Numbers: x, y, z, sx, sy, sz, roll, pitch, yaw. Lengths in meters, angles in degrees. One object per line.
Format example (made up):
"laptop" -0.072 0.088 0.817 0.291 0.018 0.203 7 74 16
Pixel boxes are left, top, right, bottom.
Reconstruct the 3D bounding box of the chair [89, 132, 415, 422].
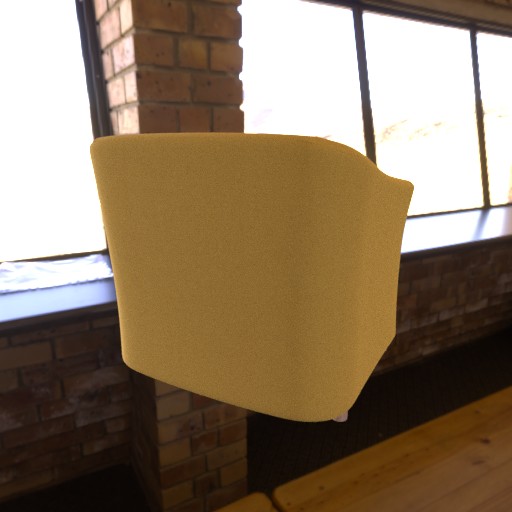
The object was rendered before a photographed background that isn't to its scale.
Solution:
"chair" 0.000 0.000 1.361 0.790 0.720 0.700 8 16 28
